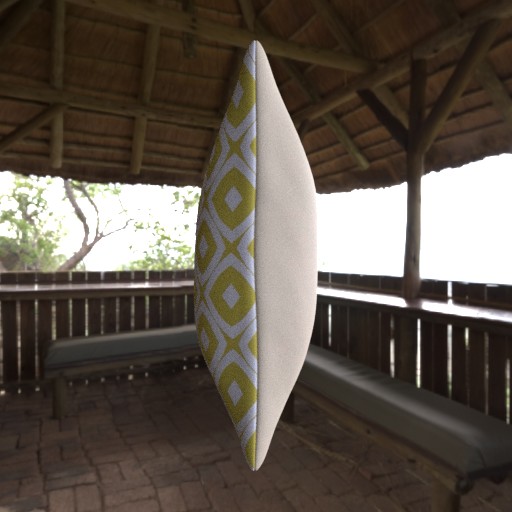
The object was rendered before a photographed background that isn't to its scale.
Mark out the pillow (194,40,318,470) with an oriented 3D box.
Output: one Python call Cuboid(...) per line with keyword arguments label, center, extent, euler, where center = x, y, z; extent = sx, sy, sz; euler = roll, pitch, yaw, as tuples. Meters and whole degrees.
Cuboid(label="pillow", center=(0.000, 0.000, 0.755), extent=(0.188, 0.494, 0.504), euler=(0, 0, 0))
